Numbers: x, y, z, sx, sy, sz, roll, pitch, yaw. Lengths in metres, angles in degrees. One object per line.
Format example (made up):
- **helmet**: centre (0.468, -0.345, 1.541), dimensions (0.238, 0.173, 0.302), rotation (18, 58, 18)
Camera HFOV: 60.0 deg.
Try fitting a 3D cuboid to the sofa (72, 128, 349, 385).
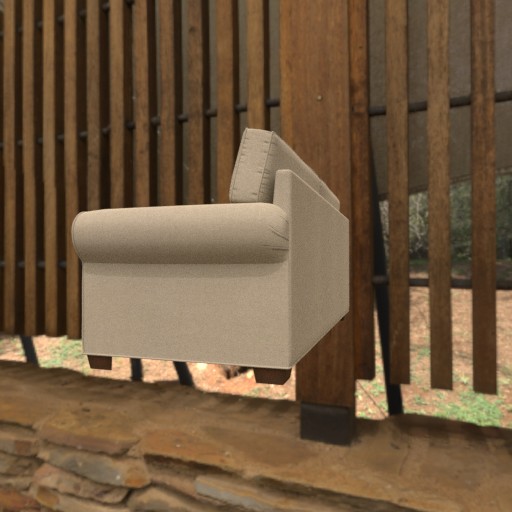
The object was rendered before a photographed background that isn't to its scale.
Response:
- **sofa**: centre (0.000, 0.000, 2.655), dimensions (0.901, 0.962, 2.146), rotation (0, -1, 18)
